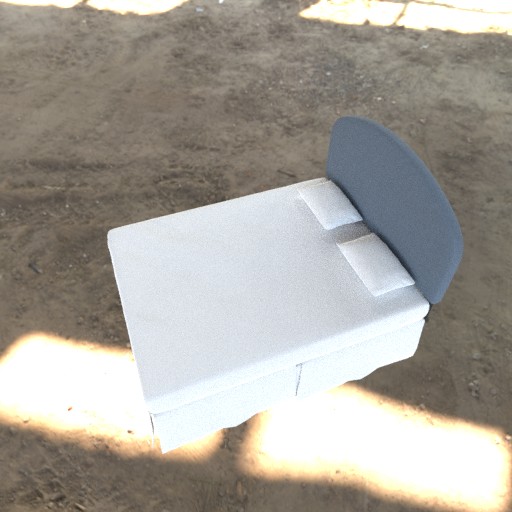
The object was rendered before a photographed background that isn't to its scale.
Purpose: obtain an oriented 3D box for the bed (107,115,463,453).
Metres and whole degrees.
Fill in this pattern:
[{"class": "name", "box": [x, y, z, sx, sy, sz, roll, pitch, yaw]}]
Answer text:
[{"class": "bed", "box": [0.000, 0.000, 3.081, 2.005, 1.410, 1.607, -16, 49, -14]}]
